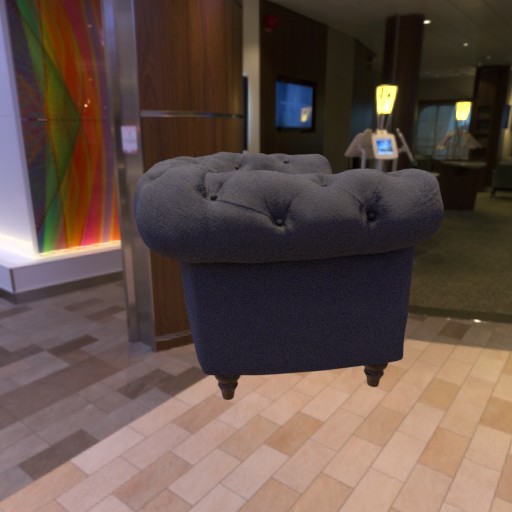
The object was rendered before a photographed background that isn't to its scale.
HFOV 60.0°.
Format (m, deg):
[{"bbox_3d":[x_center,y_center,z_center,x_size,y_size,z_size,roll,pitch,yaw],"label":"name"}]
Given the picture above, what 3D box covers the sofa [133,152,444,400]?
[{"bbox_3d":[0.000,0.000,2.021,1.032,0.878,1.405,-2,16,-8],"label":"sofa"}]
